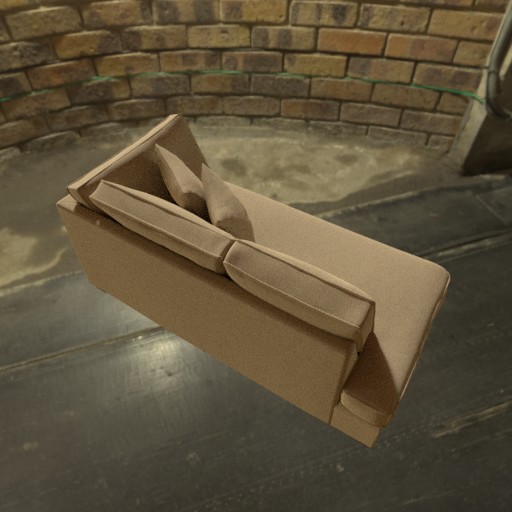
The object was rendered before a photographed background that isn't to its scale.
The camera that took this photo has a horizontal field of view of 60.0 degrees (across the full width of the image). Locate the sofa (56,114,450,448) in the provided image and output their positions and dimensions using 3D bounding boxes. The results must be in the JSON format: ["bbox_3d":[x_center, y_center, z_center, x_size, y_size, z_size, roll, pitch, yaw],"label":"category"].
[{"bbox_3d":[0.000,0.000,2.821,2.237,1.033,1.110,25,52,22],"label":"sofa"}]
